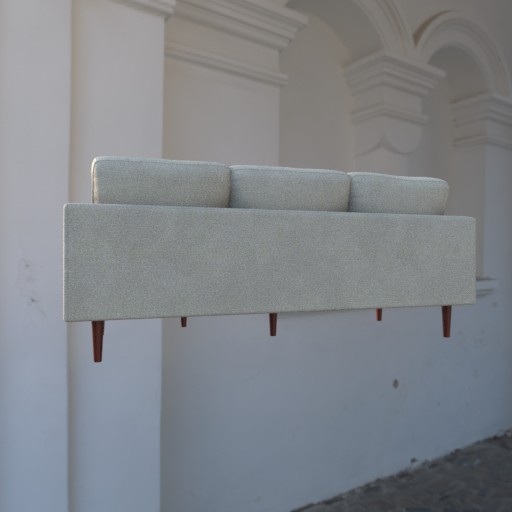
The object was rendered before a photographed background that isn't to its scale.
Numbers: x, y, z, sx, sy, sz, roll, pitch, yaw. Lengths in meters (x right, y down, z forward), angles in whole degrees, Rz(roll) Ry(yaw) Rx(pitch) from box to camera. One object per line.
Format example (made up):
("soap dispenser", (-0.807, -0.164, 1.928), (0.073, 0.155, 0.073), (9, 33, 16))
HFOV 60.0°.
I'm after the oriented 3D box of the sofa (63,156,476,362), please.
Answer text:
("sofa", (0.000, 0.000, 2.941), (2.233, 0.956, 1.504), (0, 0, -18))
